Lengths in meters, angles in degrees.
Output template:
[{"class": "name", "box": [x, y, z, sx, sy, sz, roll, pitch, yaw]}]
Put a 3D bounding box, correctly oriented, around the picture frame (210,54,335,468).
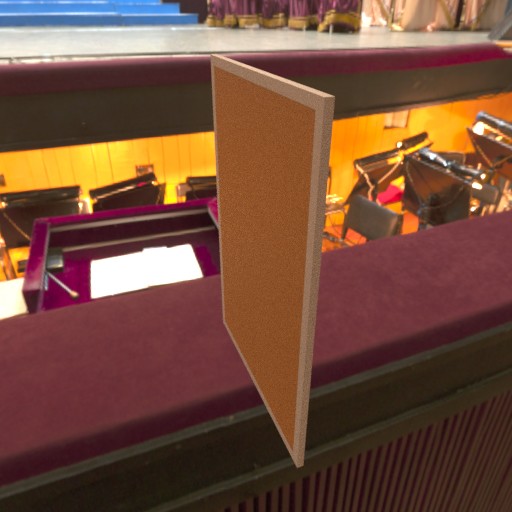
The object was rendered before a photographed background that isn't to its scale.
[{"class": "picture frame", "box": [0.000, 0.000, 0.841, 0.013, 0.657, 0.457, -11, 32, -18]}]
